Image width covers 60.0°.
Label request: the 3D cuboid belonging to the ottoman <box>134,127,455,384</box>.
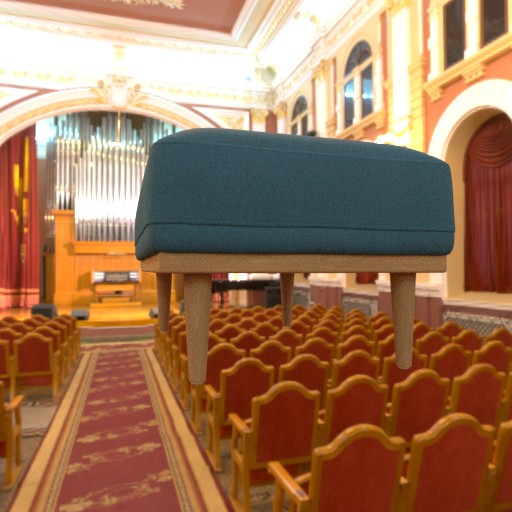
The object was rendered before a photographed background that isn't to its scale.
[{"bbox_3d":[0.000,0.000,1.060,0.549,0.428,0.749,1,-2,-17],"label":"ottoman"}]
